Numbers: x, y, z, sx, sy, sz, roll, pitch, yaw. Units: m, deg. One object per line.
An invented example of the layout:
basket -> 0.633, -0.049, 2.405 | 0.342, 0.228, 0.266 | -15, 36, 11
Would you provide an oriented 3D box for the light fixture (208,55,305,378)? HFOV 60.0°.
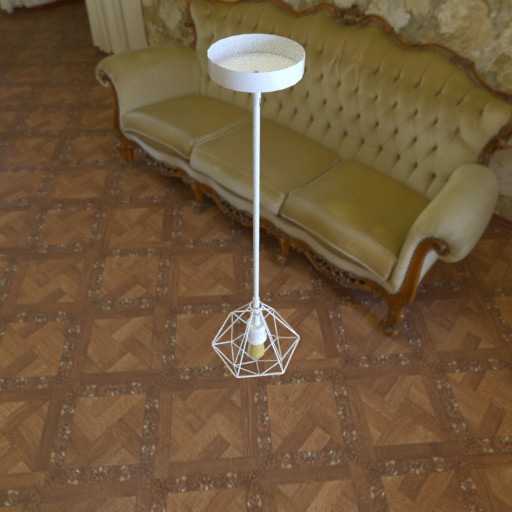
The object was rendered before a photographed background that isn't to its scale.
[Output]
light fixture -> 0.000, 0.000, 1.966 | 0.487, 1.764, 0.431 | -4, 46, -4
